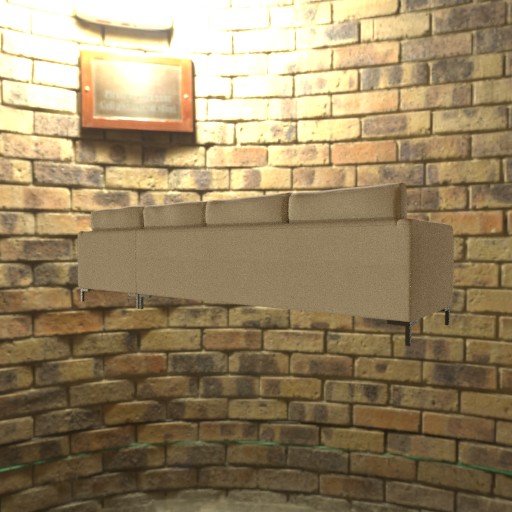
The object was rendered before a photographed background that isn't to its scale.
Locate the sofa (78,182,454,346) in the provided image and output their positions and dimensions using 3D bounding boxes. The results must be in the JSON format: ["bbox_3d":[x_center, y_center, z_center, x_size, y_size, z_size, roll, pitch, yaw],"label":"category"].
[{"bbox_3d":[0.000,0.000,2.921,2.445,0.677,1.126,1,2,37],"label":"sofa"}]
